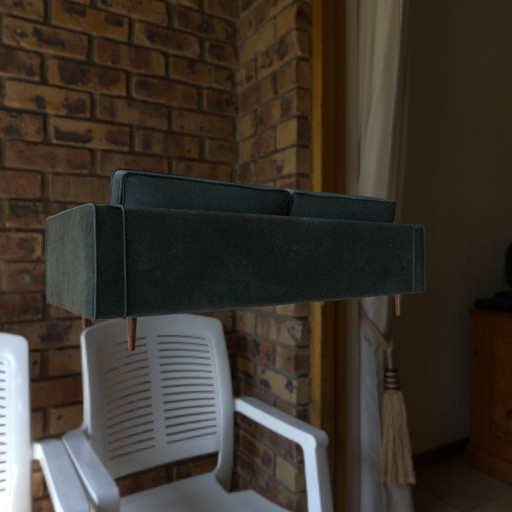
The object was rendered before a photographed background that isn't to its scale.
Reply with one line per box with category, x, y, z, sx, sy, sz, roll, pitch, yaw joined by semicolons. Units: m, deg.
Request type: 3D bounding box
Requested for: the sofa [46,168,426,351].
sofa;0.000;0.000;2.671;2.214;0.781;0.886;0;0;-36
